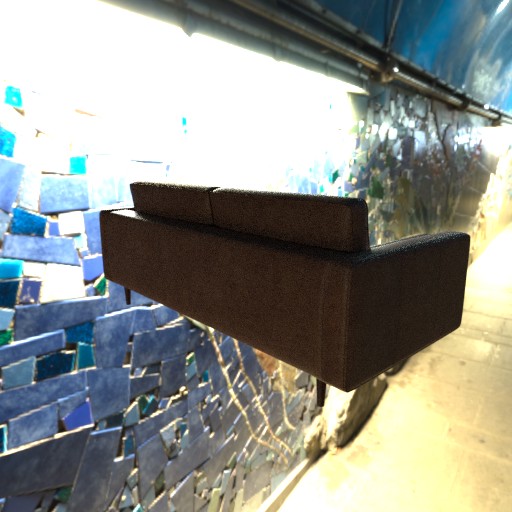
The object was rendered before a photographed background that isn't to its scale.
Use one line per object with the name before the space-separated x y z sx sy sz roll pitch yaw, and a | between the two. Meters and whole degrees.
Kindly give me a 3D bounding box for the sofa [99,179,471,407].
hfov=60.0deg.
sofa | 0.000 0.000 2.349 0.910 0.760 1.870 -12 17 -41
